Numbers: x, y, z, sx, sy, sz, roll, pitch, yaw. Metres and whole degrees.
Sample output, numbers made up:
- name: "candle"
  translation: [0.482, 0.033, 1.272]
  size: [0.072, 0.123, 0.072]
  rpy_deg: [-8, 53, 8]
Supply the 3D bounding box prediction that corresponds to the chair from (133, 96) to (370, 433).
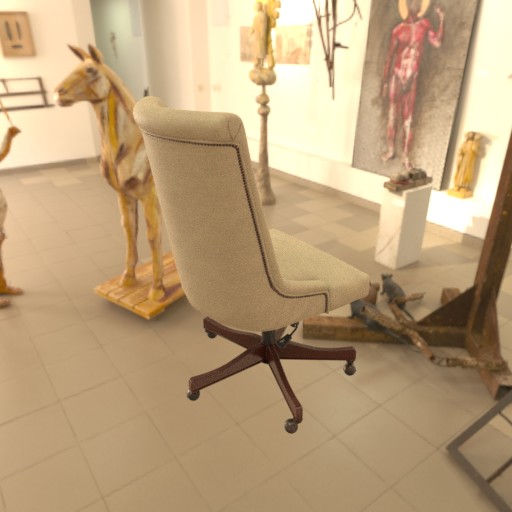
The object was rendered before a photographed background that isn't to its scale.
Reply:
- name: "chair"
  translation: [0.000, 0.000, 1.489]
  size: [0.696, 1.010, 0.645]
  rpy_deg: [-18, 31, -32]
